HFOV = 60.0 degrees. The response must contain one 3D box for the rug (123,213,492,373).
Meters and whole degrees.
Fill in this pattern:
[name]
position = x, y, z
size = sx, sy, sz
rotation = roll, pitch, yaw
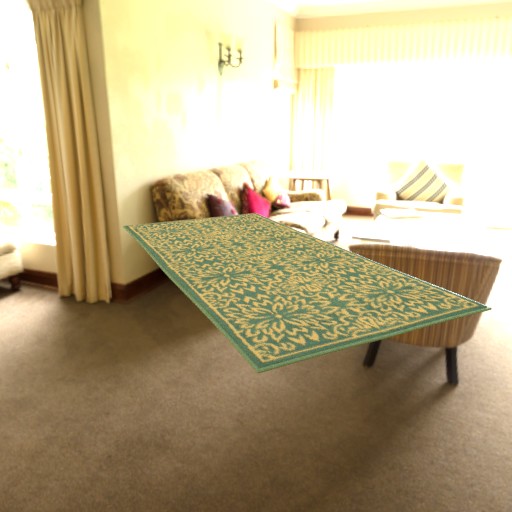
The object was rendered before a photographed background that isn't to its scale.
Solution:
[rug]
position = 0.000, 0.000, 1.409
size = 0.604, 0.007, 1.219
rotation = -8, 19, -25
